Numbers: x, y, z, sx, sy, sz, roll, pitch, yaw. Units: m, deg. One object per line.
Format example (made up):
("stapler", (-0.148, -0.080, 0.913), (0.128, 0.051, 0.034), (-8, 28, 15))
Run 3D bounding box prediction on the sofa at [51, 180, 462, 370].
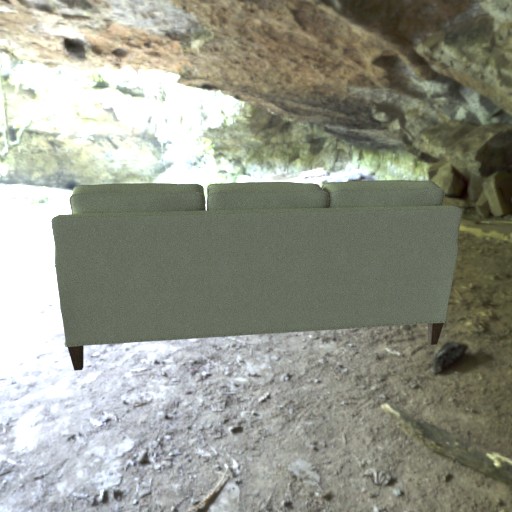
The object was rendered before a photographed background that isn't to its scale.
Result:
("sofa", (0.000, 0.000, 2.874), (2.246, 1.003, 1.084), (-2, 14, -9))
